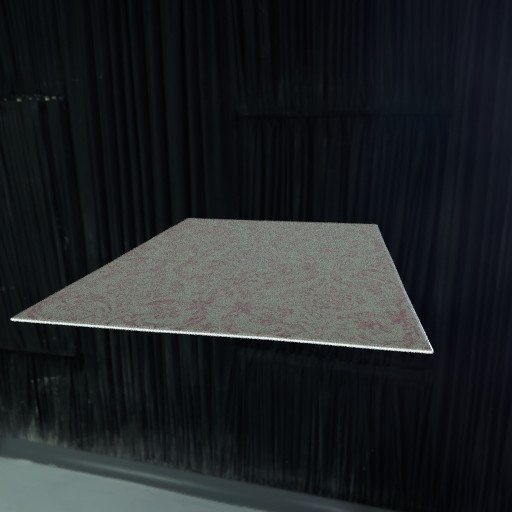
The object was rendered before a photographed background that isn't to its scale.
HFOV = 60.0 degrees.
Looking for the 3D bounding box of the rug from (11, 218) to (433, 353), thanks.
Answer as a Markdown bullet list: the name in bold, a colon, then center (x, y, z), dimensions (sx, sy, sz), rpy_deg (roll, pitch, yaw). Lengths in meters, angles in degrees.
- **rug**: center (0.000, 0.000, 2.669), dimensions (1.598, 0.014, 2.202), rpy_deg (3, 16, 10)
